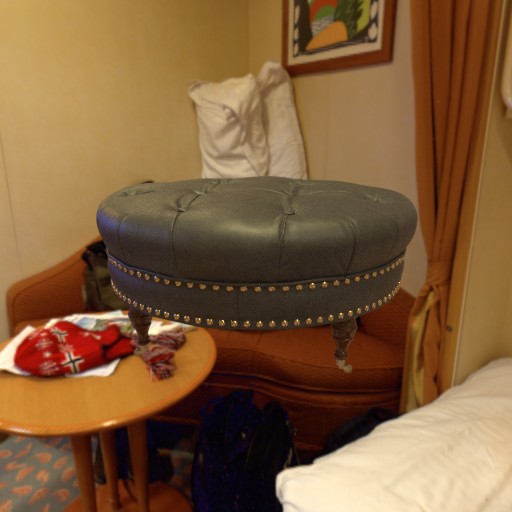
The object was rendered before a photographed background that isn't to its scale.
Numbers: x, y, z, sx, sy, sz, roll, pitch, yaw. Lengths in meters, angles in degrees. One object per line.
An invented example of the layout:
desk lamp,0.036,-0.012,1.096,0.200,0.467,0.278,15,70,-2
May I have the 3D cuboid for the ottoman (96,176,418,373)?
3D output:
ottoman,0.000,0.000,1.348,0.901,0.439,0.901,0,16,0
